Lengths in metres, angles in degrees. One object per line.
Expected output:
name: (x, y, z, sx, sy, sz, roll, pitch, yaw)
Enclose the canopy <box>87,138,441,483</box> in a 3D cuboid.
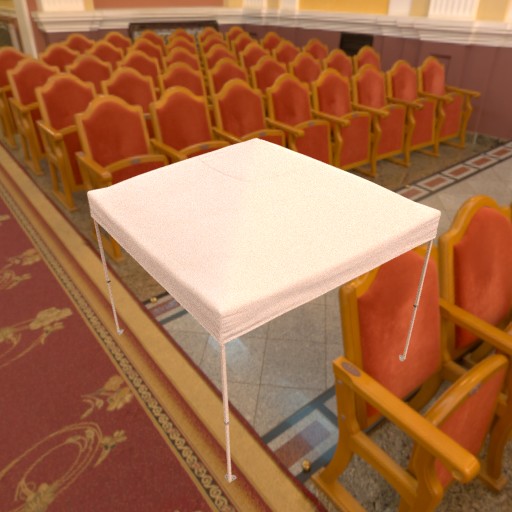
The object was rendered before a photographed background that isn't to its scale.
canopy: (0.000, 0.000, 5.597, 2.998, 2.997, 2.996, -22, 37, -31)
